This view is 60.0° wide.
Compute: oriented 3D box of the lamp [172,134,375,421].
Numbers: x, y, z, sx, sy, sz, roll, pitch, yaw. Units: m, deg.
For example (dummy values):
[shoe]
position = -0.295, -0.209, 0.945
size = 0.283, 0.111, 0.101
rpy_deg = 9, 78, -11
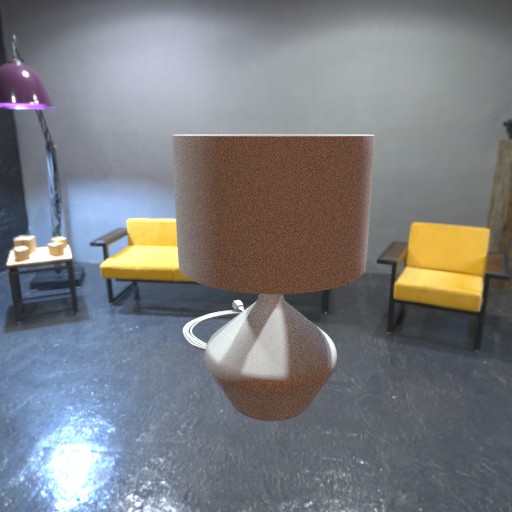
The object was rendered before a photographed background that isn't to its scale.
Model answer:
[lamp]
position = 0.000, 0.000, 0.864
size = 0.401, 0.457, 0.546
rpy_deg = 3, 16, 10
